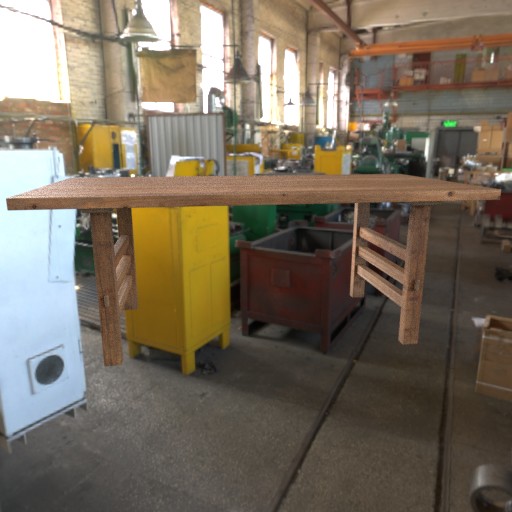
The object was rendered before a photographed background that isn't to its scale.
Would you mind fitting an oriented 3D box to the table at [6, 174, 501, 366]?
[{"bbox_3d":[0.000,0.000,2.320,2.003,0.760,0.952,-2,15,-9],"label":"table"}]
